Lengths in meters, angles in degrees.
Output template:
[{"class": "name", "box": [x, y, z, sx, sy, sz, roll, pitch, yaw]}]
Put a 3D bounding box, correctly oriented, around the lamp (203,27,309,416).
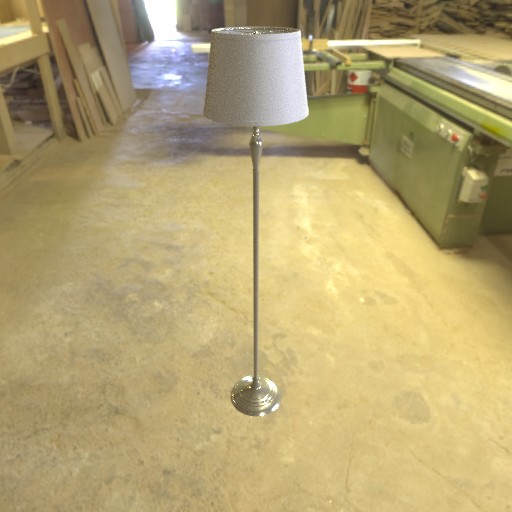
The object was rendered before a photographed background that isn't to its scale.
[{"class": "lamp", "box": [0.000, 0.000, 1.655, 0.327, 1.506, 0.327, 0, 31, 0]}]
